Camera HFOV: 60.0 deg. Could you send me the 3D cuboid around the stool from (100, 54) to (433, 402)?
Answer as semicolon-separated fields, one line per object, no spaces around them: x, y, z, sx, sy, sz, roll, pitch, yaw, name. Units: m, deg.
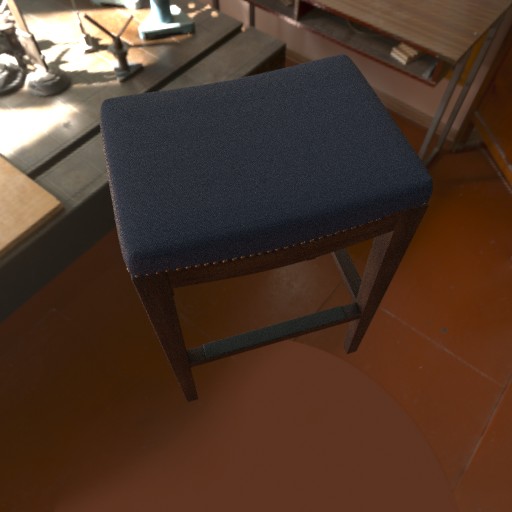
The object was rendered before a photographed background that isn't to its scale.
0.000;0.000;1.026;0.498;0.740;0.358;-14;59;-9;stool
